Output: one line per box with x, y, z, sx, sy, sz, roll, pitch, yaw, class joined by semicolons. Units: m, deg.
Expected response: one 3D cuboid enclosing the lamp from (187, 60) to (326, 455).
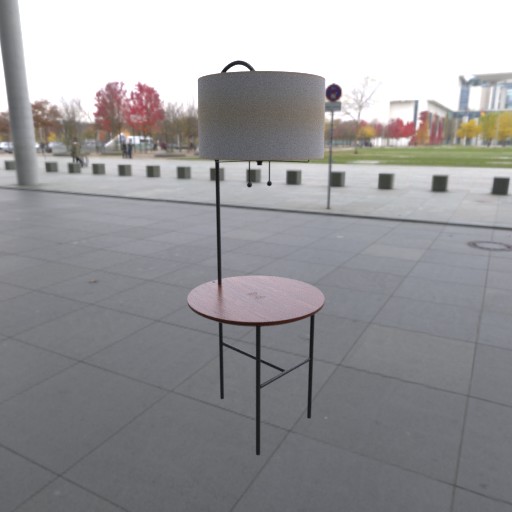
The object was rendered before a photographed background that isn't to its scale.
0.000;0.000;1.825;0.573;1.517;0.573;0;14;0;lamp
